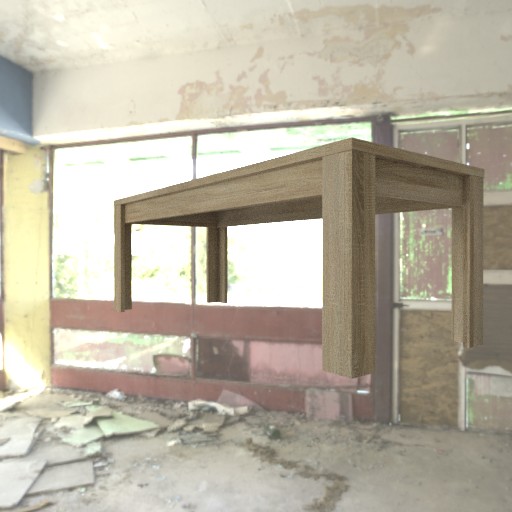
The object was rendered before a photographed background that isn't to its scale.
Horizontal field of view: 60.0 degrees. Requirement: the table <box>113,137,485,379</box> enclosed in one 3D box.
[{"bbox_3d":[0.000,0.000,2.592,0.900,0.790,2.200,0,1,-38],"label":"table"}]
